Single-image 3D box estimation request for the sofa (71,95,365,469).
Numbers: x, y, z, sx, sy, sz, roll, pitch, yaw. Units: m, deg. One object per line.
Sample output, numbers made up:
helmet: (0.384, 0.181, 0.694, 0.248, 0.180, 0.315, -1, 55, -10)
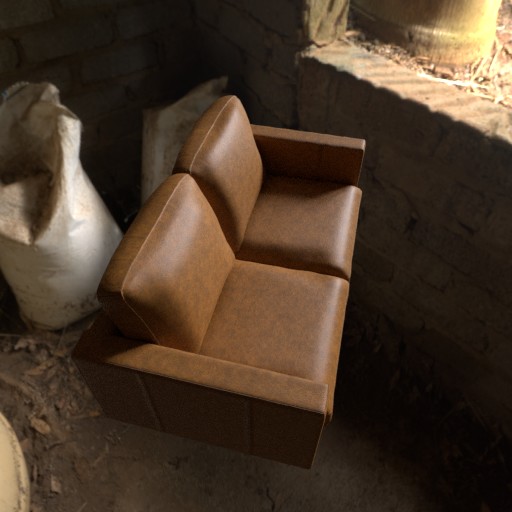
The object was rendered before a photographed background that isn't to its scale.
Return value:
sofa: (0.000, 0.000, 2.097, 0.909, 0.951, 1.578, 10, 48, 9)
